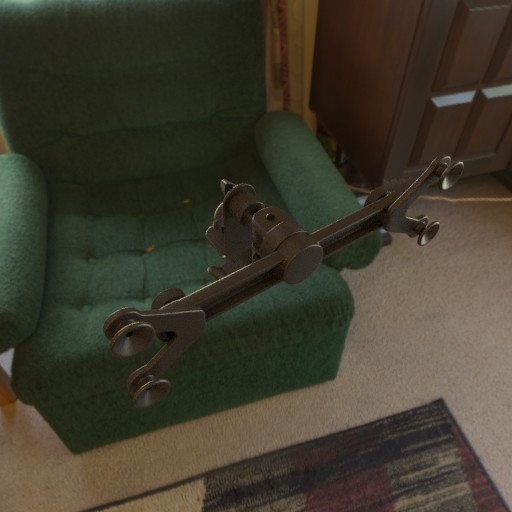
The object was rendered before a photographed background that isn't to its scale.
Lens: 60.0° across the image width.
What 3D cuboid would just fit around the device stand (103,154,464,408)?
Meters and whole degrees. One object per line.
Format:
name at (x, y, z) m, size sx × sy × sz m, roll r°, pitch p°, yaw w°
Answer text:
device stand at (0.000, 0.000, 0.364) m, size 0.270 × 0.166 × 0.142 m, roll -26°, pitch 52°, yaw -23°
